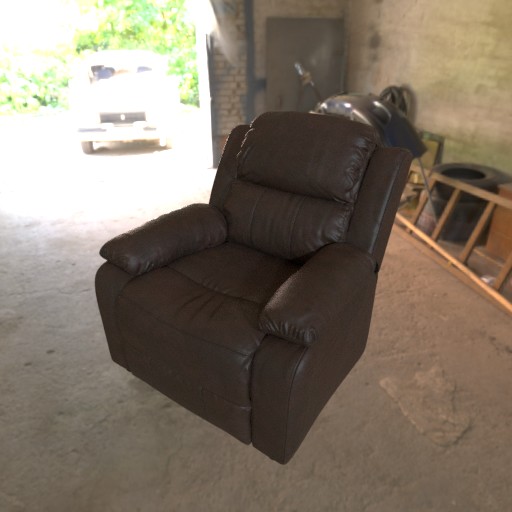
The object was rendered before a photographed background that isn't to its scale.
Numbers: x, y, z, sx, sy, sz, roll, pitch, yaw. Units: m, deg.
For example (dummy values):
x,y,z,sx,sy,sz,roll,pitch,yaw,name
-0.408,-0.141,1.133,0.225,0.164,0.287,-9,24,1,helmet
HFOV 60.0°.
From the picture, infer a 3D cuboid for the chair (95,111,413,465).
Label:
x,y,z,sx,sy,sz,roll,pitch,yaw,name
0.000,0.000,1.262,0.680,0.702,0.707,19,33,31,chair
